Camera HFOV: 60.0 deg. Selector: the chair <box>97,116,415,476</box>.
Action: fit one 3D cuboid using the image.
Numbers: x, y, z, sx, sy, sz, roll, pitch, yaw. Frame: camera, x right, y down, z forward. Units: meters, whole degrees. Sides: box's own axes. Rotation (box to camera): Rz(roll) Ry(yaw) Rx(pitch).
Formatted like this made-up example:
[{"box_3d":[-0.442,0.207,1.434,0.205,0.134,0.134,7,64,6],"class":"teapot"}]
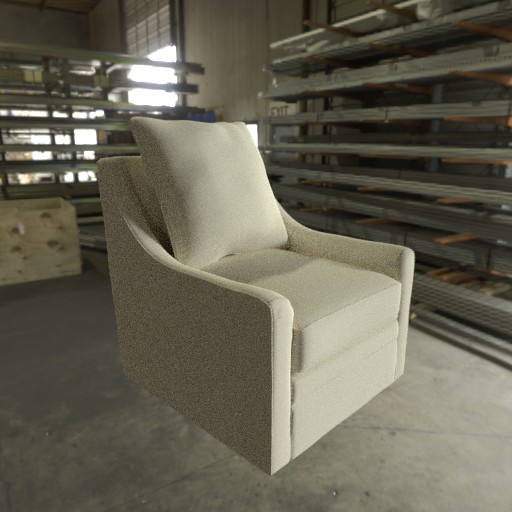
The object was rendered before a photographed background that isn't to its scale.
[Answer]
[{"box_3d":[0.000,0.000,1.597,0.876,0.965,0.756,14,20,43],"class":"chair"}]
